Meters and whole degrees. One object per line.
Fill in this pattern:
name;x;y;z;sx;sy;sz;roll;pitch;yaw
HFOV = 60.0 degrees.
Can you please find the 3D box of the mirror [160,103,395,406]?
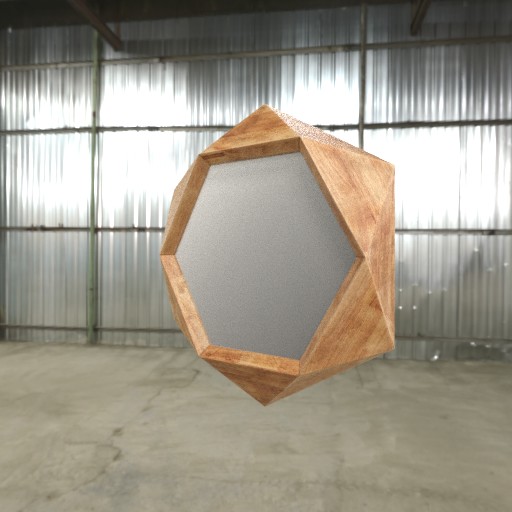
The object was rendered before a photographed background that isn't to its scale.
mirror;0.000;0.000;1.109;0.675;0.779;0.091;1;1;36
